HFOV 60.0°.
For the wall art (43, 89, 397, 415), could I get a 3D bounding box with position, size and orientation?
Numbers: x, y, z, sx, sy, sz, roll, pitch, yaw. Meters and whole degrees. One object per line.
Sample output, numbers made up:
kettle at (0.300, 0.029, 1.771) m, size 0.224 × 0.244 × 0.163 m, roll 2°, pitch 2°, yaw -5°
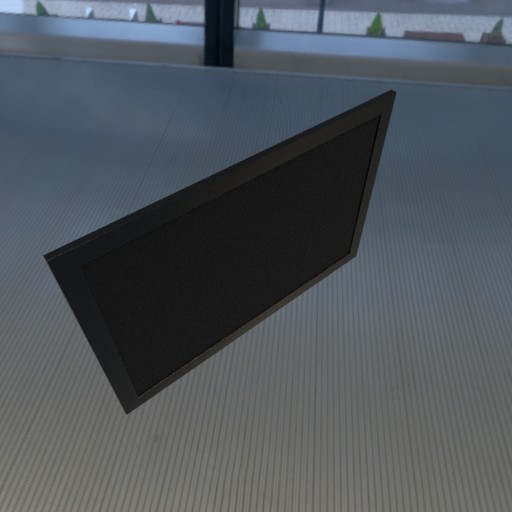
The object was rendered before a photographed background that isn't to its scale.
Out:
wall art at (0.000, 0.000, 0.841) m, size 0.660 × 0.447 × 0.013 m, roll -31°, pitch 55°, yaw -25°
